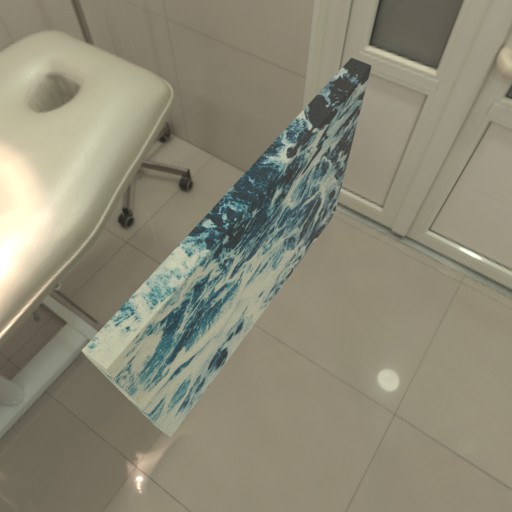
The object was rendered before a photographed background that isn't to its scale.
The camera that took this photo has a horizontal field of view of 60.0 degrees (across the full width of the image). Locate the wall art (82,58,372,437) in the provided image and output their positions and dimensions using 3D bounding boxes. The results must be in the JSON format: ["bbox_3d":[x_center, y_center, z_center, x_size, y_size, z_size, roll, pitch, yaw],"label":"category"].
[{"bbox_3d":[0.000,0.000,0.768,0.043,0.407,0.609,30,63,17],"label":"wall art"}]
